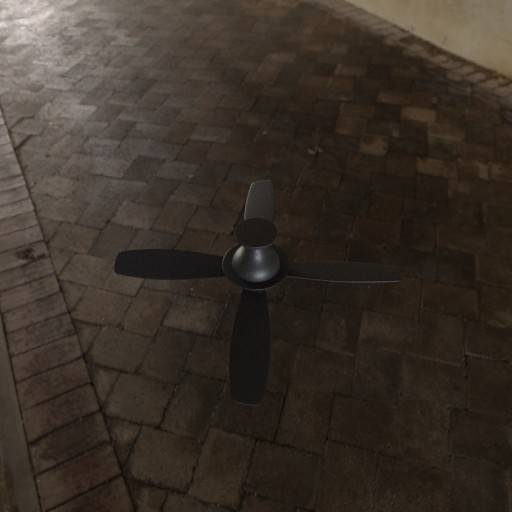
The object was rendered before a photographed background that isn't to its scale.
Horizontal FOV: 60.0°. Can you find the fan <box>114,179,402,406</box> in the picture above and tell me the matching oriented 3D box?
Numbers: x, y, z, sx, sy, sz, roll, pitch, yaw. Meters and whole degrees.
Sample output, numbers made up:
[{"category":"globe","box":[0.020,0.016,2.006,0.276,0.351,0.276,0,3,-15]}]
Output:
[{"category":"fan","box":[0.000,0.000,2.555,1.694,0.382,1.694,2,47,2]}]
